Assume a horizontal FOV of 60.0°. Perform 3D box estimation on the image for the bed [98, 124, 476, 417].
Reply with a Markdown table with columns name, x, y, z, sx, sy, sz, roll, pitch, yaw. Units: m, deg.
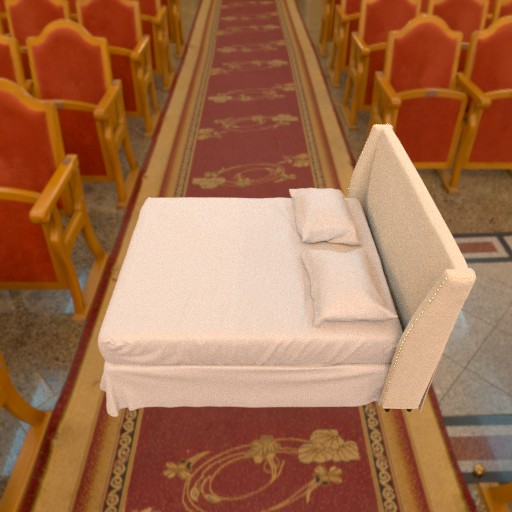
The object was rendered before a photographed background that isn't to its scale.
| name | x | y | z | sx | sy | sz | roll | pitch | yaw |
| --- | --- | --- | --- | --- | --- | --- | --- | --- | --- |
| bed | 0.000 | 0.000 | 3.390 | 2.276 | 1.332 | 1.925 | 0 | 40 | 0 |
